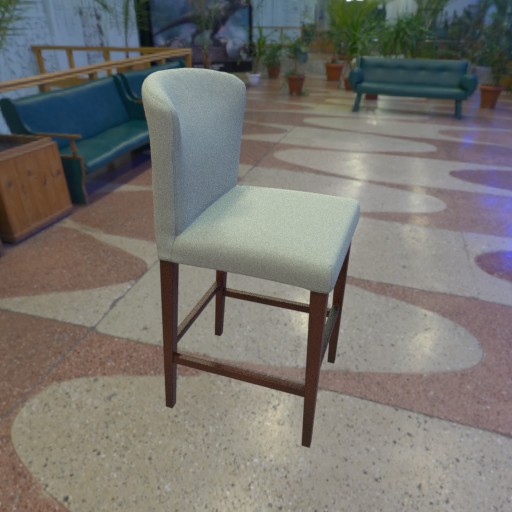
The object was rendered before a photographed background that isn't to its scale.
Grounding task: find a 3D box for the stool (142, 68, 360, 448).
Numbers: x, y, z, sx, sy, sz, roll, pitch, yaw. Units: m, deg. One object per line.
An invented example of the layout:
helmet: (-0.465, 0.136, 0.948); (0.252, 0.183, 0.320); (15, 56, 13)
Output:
stool: (0.000, 0.000, 1.396); (0.568, 1.069, 0.479); (10, 30, 17)
